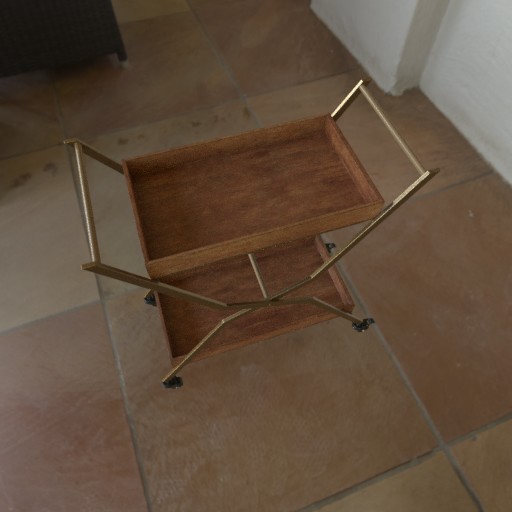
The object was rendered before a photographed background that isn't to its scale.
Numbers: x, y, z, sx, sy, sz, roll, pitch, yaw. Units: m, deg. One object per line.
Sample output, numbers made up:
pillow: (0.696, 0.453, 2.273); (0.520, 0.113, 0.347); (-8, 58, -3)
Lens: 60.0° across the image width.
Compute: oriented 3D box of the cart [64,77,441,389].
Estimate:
cart: (0.000, 0.000, 1.390); (0.836, 0.869, 0.405); (-15, 59, -10)
